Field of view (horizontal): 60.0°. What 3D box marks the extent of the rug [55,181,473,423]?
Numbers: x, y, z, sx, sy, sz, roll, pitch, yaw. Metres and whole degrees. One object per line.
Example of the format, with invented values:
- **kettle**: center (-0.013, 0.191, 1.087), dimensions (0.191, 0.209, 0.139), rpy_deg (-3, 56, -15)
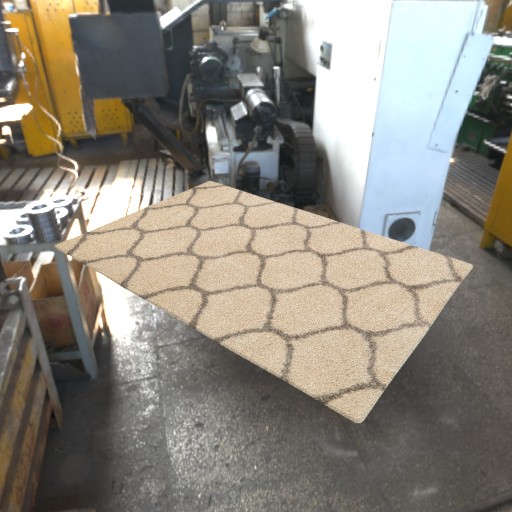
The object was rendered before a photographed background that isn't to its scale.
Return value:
- **rug**: center (0.000, 0.000, 3.410), dimensions (2.701, 0.026, 1.801), rpy_deg (22, 38, 32)
